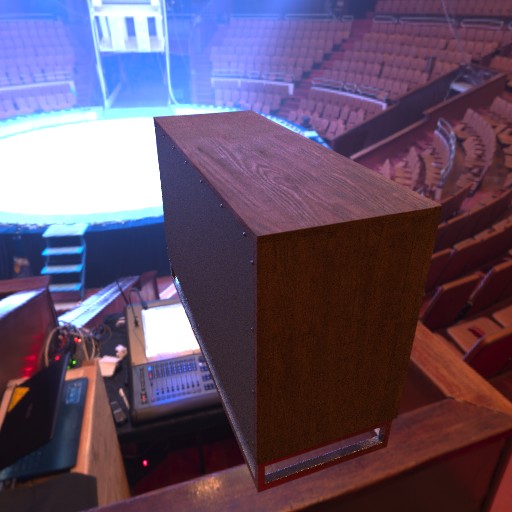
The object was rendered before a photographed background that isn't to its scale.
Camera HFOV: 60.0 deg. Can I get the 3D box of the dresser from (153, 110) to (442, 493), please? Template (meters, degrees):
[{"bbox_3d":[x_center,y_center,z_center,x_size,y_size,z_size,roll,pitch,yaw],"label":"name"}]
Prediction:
[{"bbox_3d":[0.000,0.000,2.152,0.623,1.061,1.646,-10,30,-18],"label":"dresser"}]
